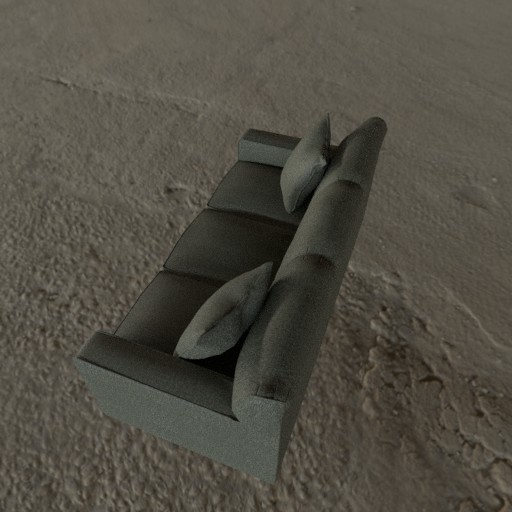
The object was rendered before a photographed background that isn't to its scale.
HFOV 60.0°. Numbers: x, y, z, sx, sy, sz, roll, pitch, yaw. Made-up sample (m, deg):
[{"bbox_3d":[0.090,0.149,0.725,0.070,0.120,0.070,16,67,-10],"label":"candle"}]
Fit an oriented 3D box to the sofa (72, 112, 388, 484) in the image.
[{"bbox_3d":[0.000,0.000,2.527,0.997,0.958,2.024,16,49,14],"label":"sofa"}]
